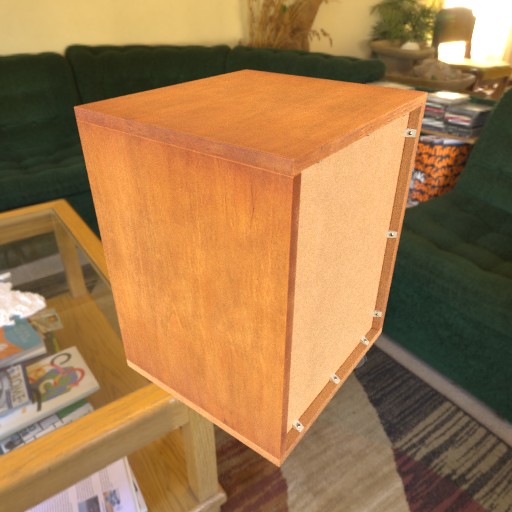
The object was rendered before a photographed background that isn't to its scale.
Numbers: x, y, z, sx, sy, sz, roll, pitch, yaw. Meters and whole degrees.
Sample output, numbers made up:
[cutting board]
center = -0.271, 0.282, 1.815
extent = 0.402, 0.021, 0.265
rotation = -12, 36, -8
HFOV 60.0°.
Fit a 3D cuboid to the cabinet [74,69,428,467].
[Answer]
[cabinet]
center = 0.000, 0.000, 0.843
extent = 0.401, 0.579, 0.409
rotation = 21, 38, 31
